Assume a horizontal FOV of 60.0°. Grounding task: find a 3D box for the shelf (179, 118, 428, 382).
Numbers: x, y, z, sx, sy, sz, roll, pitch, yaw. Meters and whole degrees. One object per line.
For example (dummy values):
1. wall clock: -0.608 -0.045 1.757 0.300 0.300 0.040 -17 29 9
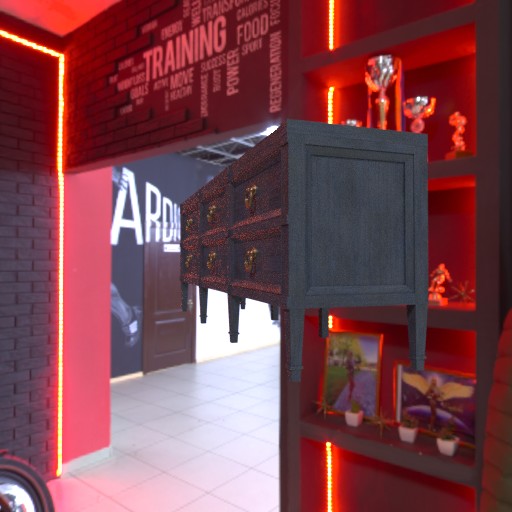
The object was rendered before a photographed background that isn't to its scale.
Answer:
1. shelf: 0.000 0.000 2.157 0.471 0.715 1.878 0 -1 -19
